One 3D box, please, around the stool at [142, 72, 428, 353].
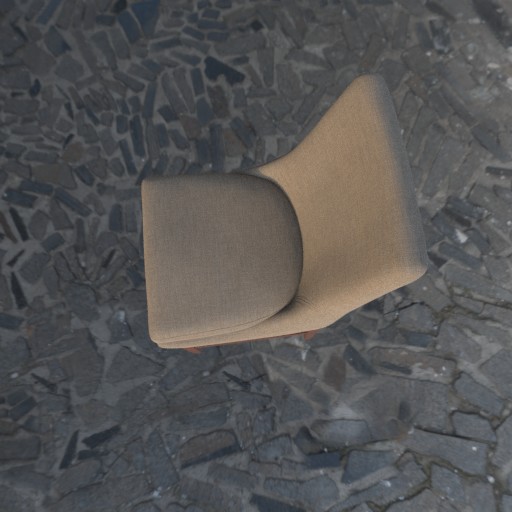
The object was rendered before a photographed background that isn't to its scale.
[{"bbox_3d":[0.000,0.000,1.255,0.577,0.981,0.470,-6,74,-2],"label":"stool"}]
